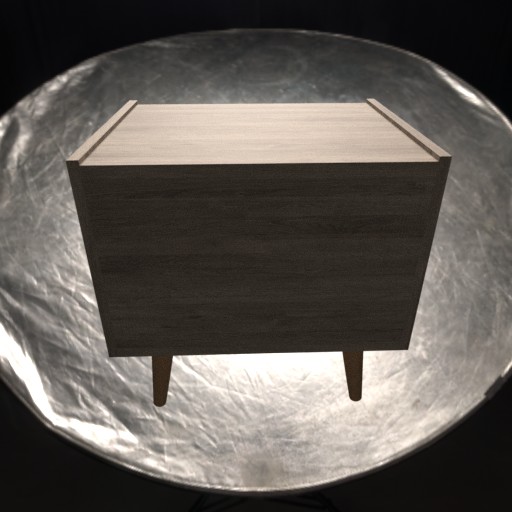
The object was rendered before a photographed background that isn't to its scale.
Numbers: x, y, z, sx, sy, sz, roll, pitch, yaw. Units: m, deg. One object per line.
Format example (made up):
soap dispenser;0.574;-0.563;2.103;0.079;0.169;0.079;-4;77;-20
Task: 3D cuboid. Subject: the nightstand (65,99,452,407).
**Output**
nightstand;0.000;0.000;0.839;0.480;0.500;0.380;-1;30;-2
